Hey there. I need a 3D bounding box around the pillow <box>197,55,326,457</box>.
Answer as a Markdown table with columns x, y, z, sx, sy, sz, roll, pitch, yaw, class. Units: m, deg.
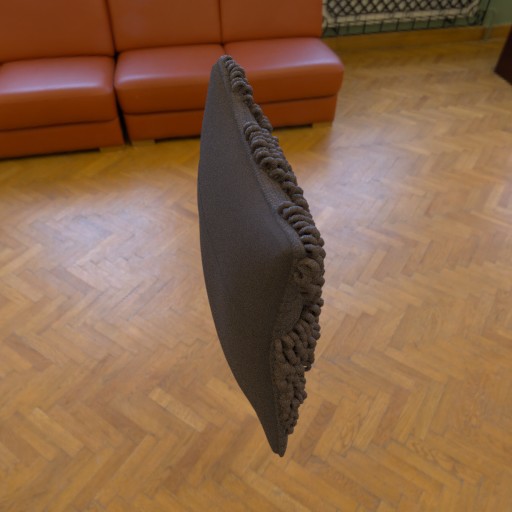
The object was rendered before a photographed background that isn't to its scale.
| x | y | z | sx | sy | sz | roll | pitch | yaw | class |
| --- | --- | --- | --- | --- | --- | --- | --- | --- | --- |
| 0.000 | 0.000 | 0.711 | 0.172 | 0.467 | 0.470 | -9 | 47 | -9 | pillow |
